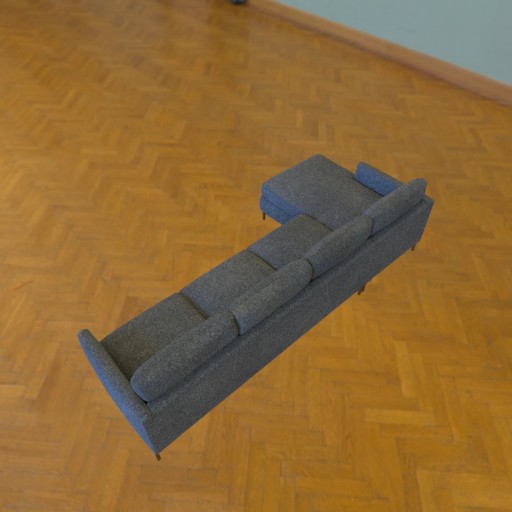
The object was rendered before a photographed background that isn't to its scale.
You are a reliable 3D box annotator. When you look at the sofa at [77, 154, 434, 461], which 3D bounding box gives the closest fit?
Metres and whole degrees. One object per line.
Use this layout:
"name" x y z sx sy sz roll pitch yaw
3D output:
"sofa" 0.000 0.000 3.557 2.932 0.810 1.350 -33 54 -28
